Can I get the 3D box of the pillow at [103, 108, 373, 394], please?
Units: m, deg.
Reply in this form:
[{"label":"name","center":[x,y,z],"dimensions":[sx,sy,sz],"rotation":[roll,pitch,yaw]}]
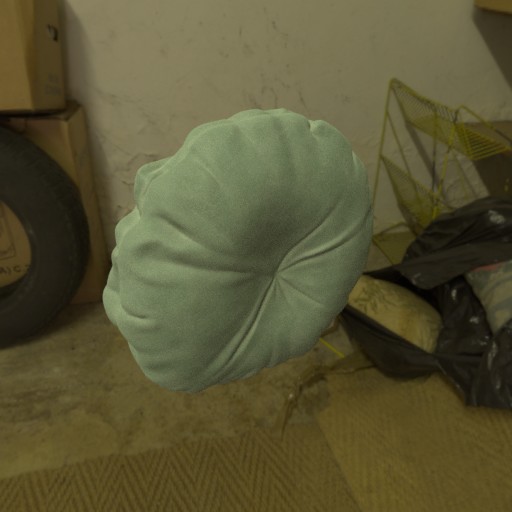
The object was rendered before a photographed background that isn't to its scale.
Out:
[{"label":"pillow","center":[0.000,0.000,0.639],"dimensions":[0.428,0.407,0.148],"rotation":[-19,35,-28]}]
